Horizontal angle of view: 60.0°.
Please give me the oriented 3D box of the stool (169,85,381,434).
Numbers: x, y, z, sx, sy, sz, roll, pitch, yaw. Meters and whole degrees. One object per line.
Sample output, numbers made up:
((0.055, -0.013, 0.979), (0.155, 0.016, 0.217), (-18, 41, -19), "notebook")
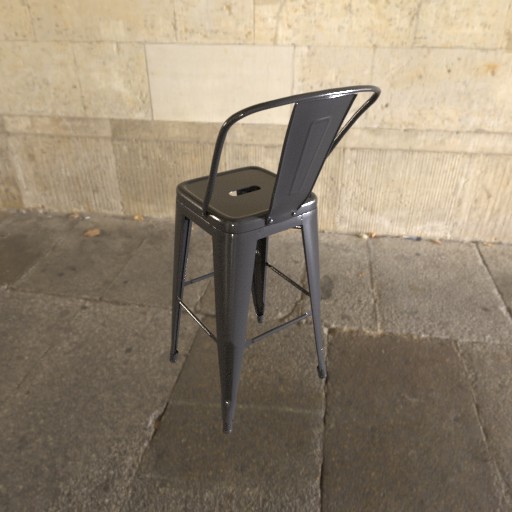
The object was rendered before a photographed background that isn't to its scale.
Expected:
((0.000, 0.000, 1.319), (0.432, 1.022, 0.528), (-20, 36, -30), "stool")
